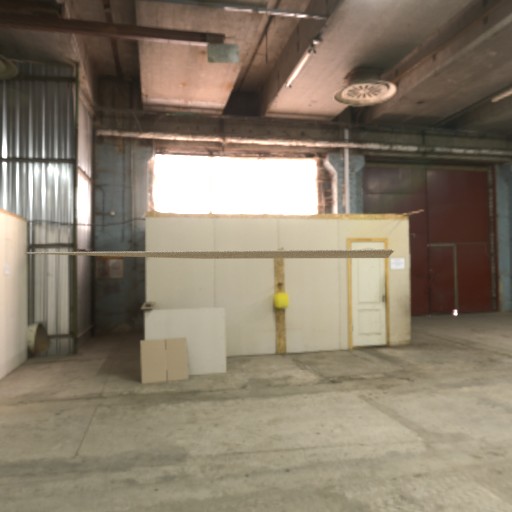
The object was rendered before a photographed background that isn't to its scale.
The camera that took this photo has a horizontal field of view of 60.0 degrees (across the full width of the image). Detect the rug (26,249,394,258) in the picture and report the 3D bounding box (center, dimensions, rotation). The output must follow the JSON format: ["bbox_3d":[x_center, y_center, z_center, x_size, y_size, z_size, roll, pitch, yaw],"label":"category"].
[{"bbox_3d":[0.000,0.000,3.968,2.313,0.009,2.939,0,-1,16],"label":"rug"}]
